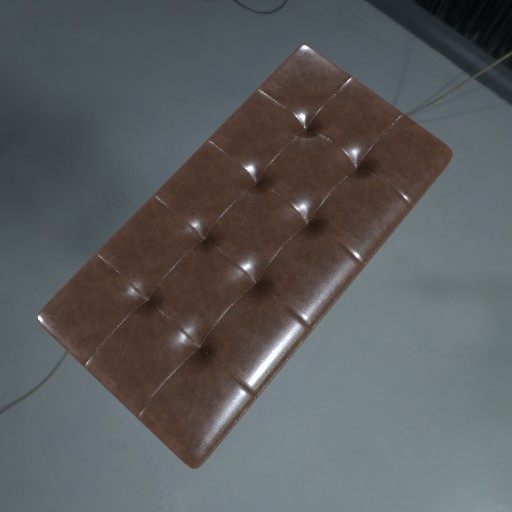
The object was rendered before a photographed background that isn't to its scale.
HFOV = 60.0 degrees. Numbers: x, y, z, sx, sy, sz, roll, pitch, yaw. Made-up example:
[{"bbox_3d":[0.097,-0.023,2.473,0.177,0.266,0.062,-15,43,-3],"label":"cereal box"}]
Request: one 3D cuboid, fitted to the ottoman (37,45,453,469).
[{"bbox_3d":[0.000,0.000,1.102,0.432,0.470,0.838,40,79,9],"label":"ottoman"}]
